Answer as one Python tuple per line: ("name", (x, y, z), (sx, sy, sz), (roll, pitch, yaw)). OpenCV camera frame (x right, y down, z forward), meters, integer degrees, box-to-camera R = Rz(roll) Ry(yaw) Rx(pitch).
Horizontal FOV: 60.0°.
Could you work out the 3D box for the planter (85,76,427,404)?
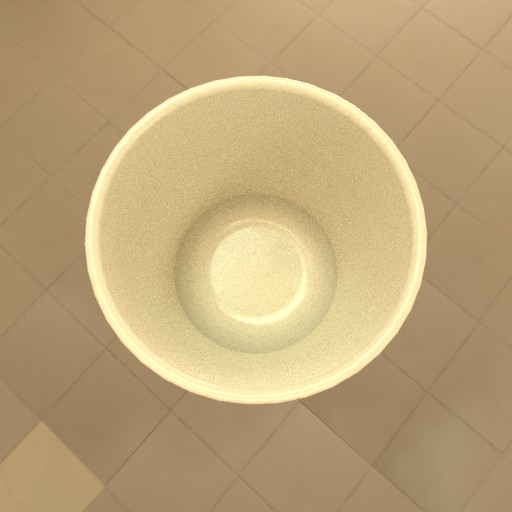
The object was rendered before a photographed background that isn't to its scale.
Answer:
("planter", (0.000, 0.000, 0.320), (0.192, 0.148, 0.192), (0, 76, 0))
